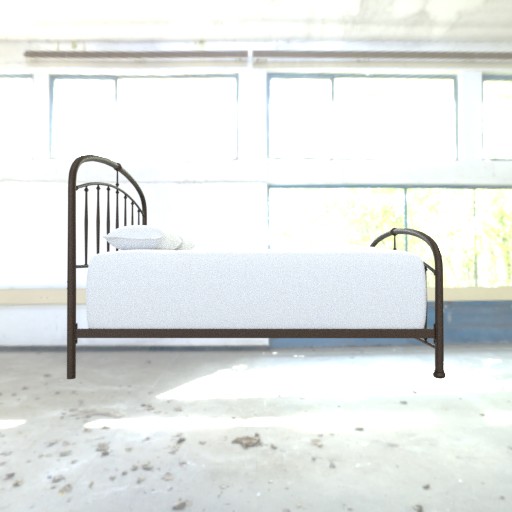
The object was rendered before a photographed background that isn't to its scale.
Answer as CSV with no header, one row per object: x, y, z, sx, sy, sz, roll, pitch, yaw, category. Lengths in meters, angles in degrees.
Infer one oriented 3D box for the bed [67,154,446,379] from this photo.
0.000,0.000,3.377,2.180,1.425,1.711,0,-1,0,bed
